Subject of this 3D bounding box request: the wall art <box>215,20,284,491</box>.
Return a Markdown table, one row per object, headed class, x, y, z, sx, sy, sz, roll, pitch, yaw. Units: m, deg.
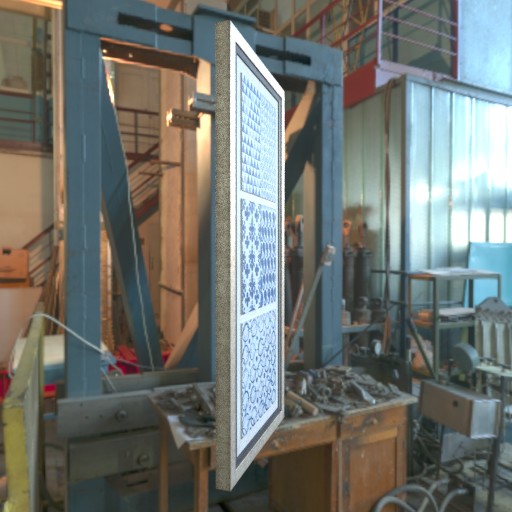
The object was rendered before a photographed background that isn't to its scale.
| class | x | y | z | sx | sy | sz | roll | pitch | yaw |
| --- | --- | --- | --- | --- | --- | --- | --- | --- | --- |
| wall art | 0.000 | 0.000 | 1.688 | 0.051 | 1.461 | 0.648 | 0 | 1 | 19 |
